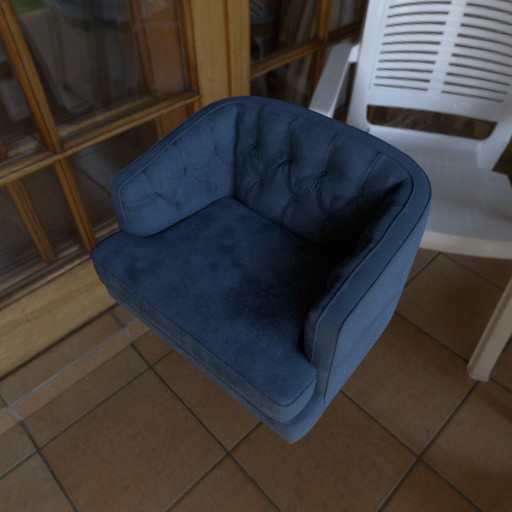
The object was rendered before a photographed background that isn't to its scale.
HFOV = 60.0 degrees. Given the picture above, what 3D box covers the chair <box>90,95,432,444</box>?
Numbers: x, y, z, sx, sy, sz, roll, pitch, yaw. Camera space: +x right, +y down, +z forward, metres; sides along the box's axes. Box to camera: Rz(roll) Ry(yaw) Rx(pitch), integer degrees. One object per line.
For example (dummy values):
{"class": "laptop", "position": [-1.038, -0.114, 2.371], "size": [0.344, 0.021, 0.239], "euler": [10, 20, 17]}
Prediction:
{"class": "chair", "position": [0.000, 0.000, 1.813], "size": [1.094, 0.852, 0.940], "euler": [32, 54, 26]}
